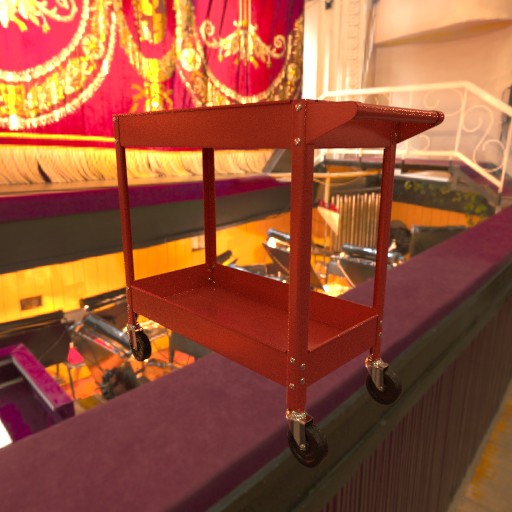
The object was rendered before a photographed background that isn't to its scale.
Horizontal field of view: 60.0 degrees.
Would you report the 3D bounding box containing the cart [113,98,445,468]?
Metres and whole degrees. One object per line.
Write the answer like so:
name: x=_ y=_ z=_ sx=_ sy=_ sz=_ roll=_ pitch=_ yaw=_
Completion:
cart: x=0.000 y=0.000 z=1.154 sx=0.779 sy=0.719 sz=0.366 roll=14 pitch=20 yaw=43
